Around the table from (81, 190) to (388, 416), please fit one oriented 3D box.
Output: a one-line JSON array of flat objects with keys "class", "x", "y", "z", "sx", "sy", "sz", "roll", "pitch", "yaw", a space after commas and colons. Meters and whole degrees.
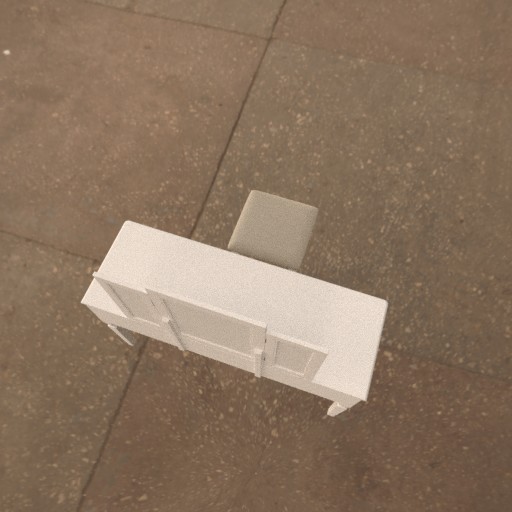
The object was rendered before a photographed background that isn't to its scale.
[{"class": "table", "x": 0.000, "y": 0.000, "z": 2.299, "sx": 1.369, "sy": 1.310, "sz": 1.115, "roll": 17, "pitch": 65, "yaw": 8}]
